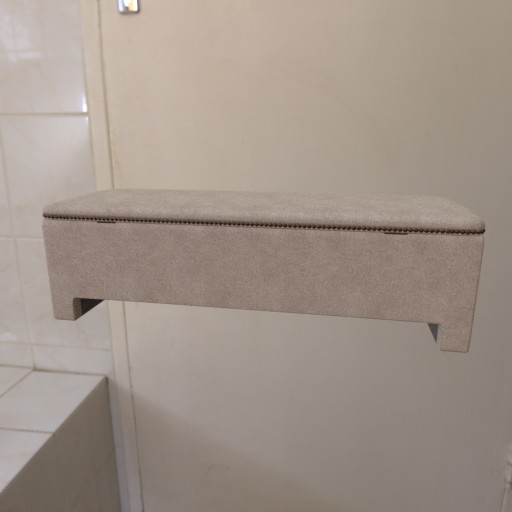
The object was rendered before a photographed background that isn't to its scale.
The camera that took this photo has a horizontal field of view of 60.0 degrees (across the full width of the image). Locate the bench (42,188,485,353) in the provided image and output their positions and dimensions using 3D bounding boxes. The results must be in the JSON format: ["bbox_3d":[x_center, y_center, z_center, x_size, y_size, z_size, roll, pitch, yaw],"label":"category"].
[{"bbox_3d":[0.000,0.000,1.695,1.482,0.447,0.470,3,16,10],"label":"bench"}]
